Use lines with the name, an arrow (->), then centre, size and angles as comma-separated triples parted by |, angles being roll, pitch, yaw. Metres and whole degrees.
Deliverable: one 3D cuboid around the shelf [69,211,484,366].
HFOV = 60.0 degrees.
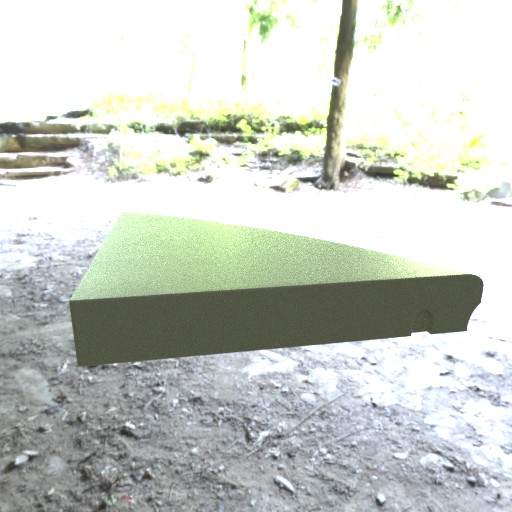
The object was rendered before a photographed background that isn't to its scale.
shelf -> 0.000, 0.000, 0.473 | 0.310, 0.050, 0.310 | -3, 18, -10
